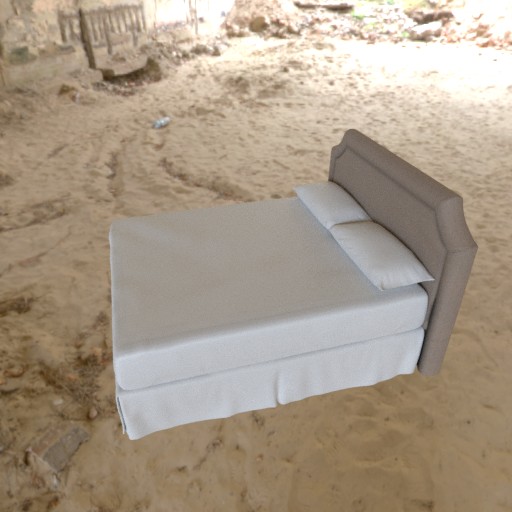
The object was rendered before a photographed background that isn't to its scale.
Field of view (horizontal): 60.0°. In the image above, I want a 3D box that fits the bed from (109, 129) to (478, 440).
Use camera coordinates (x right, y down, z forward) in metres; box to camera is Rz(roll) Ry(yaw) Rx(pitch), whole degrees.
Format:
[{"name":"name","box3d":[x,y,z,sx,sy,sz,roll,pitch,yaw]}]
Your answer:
[{"name":"bed","box3d":[0.000,0.000,3.244,2.164,1.303,1.828,-9,34,-13]}]
